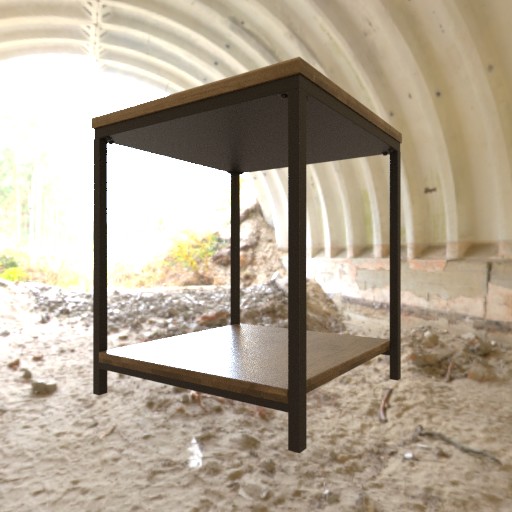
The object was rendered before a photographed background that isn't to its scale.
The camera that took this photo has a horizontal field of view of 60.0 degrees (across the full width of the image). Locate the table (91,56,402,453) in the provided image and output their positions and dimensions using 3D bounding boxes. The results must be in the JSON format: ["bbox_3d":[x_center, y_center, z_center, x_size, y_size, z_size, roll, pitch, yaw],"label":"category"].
[{"bbox_3d":[0.000,0.000,1.006,0.507,0.589,0.503,0,0,35],"label":"table"}]
